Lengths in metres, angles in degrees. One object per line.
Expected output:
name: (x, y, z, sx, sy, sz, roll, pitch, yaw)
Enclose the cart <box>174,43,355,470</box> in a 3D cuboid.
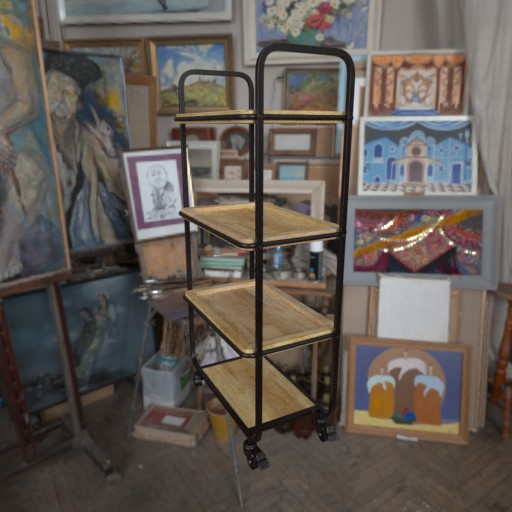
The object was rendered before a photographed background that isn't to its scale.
cart: (0.000, 0.000, 1.325, 0.321, 1.080, 0.545, -8, 18, -27)
